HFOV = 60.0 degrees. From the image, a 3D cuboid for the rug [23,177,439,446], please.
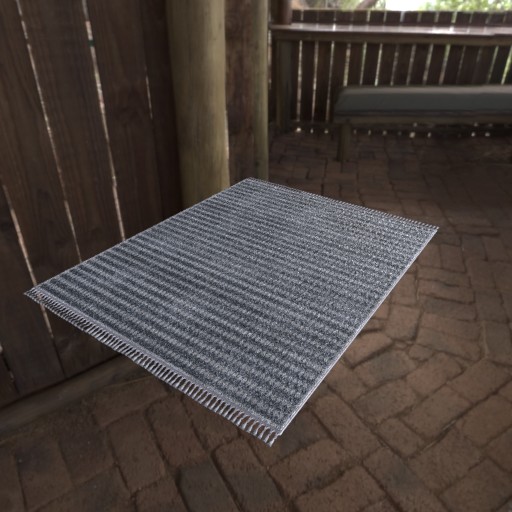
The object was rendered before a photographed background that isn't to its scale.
[{"bbox_3d":[0.000,0.000,3.794,2.256,0.013,2.910,20,37,30],"label":"rug"}]
